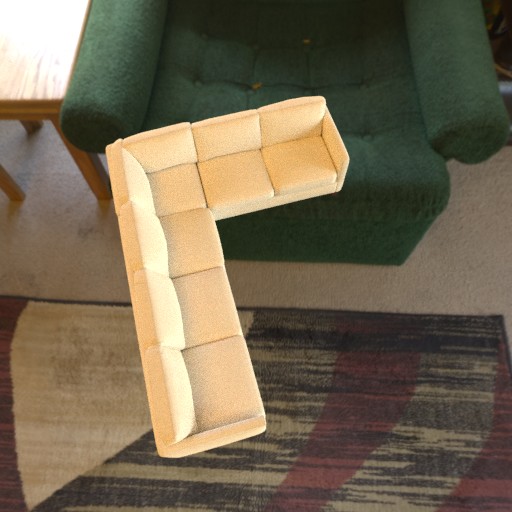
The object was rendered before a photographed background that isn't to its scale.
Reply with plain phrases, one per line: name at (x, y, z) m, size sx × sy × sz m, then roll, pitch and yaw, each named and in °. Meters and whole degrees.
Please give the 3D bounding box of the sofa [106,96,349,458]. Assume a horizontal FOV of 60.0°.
sofa at (0.000, 0.000, 4.587) m, size 2.593 × 0.947 × 3.302 m, roll -14°, pitch 66°, yaw -7°
